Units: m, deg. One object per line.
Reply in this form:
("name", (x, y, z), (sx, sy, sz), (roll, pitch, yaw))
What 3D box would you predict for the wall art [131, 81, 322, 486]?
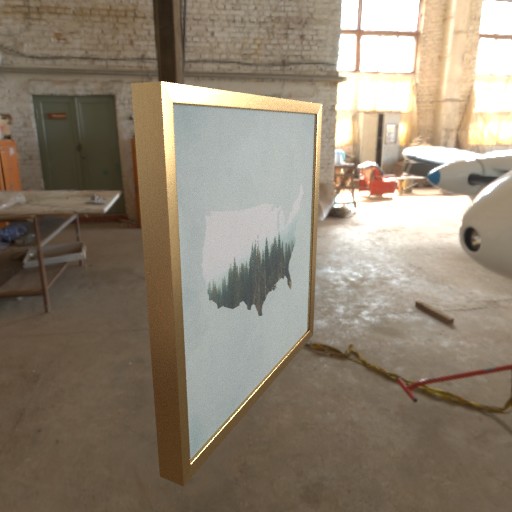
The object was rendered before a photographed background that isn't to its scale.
("wall art", (0.000, 0.000, 0.751), (0.040, 0.509, 0.509), (8, 18, 26))
